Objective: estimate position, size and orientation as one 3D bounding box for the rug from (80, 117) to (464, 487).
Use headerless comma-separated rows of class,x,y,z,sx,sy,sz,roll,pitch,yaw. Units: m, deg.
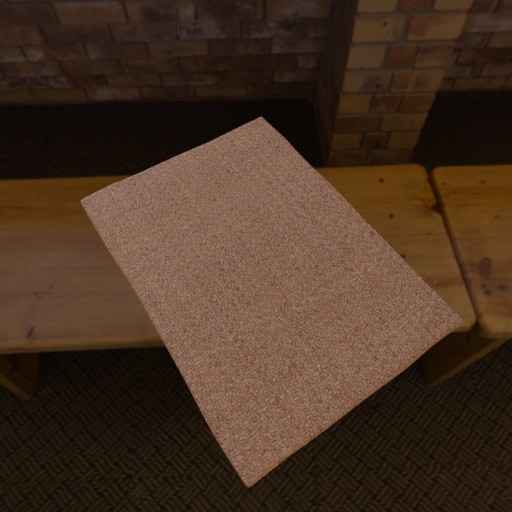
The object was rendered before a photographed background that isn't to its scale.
rug,0.000,0.000,2.830,1.566,0.013,2.141,-30,62,-18
